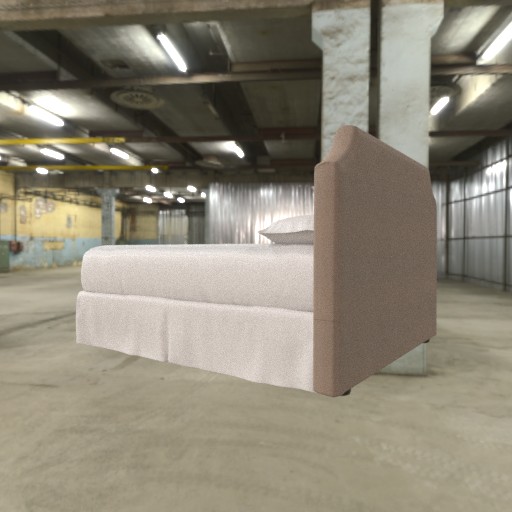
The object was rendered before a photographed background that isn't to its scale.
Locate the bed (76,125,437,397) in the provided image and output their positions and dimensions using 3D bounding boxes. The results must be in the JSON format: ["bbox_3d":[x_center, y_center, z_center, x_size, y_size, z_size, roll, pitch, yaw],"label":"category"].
[{"bbox_3d":[0.000,0.000,3.307,2.164,1.303,1.828,1,1,35],"label":"bed"}]
